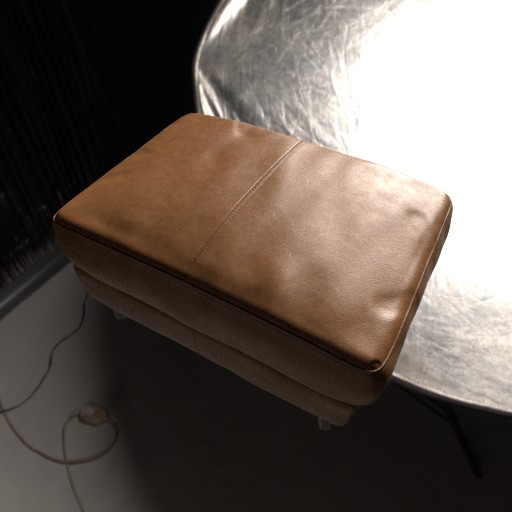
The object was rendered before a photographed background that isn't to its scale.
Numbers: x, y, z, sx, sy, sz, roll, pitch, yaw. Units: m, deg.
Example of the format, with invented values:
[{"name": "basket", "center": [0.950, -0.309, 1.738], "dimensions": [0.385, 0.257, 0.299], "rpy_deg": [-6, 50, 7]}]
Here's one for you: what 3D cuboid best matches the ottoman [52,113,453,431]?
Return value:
[{"name": "ottoman", "center": [0.000, 0.000, 1.216], "dimensions": [0.869, 0.461, 0.630], "rpy_deg": [23, 51, 20]}]
